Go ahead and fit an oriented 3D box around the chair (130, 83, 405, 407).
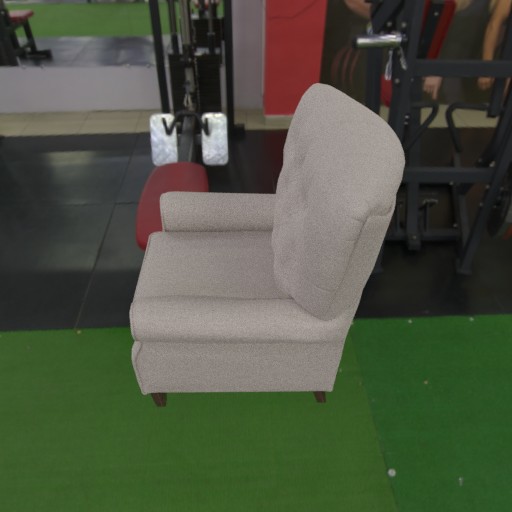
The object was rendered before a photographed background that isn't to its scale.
[{"bbox_3d":[0.000,0.000,1.896,1.025,1.209,0.942,0,41,0],"label":"chair"}]
